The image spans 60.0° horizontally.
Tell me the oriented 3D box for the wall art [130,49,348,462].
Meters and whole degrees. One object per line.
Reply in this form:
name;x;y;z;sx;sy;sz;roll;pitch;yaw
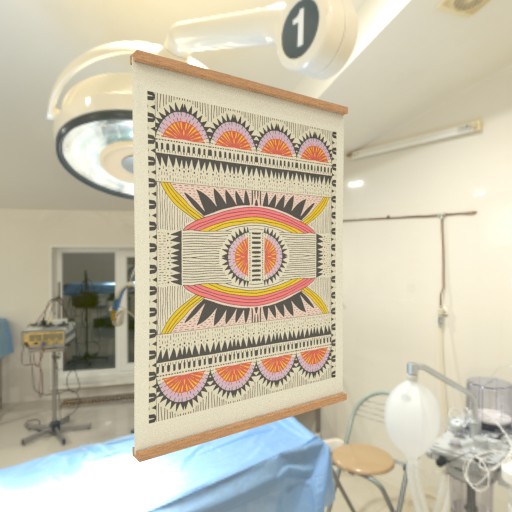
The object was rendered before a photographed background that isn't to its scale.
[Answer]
wall art;0.000;0.000;0.800;0.456;0.609;0.028;-1;2;-36
